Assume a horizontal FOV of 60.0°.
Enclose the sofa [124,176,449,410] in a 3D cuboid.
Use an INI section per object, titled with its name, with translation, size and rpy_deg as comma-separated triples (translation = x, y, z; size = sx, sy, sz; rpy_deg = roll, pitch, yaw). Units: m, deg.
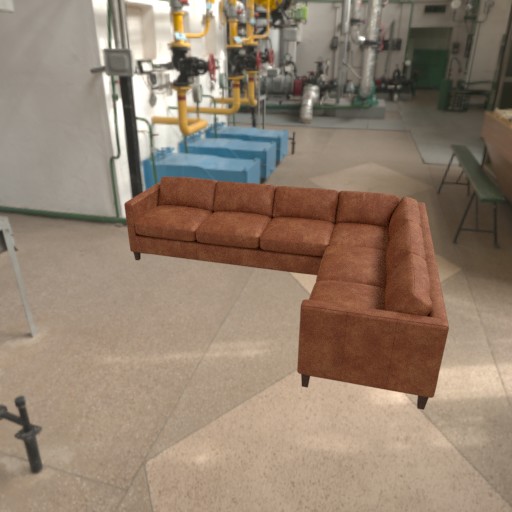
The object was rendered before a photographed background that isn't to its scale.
[sofa]
translation = 0.000, 0.000, 4.262
size = 3.167, 0.838, 2.438
rpy_deg = 7, 27, 14
